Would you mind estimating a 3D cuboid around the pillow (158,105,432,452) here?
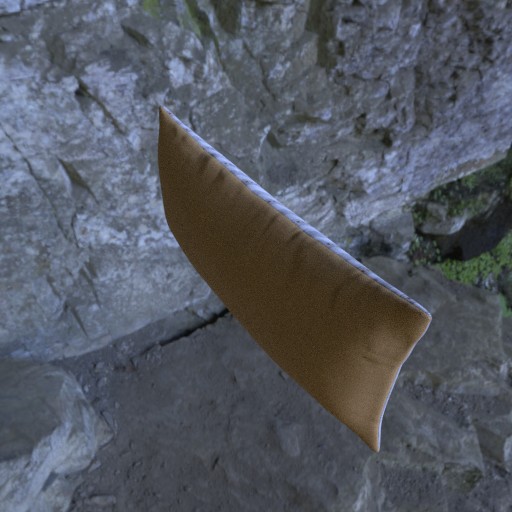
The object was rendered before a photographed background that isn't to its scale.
[{"bbox_3d":[0.000,0.000,0.709,0.151,0.291,0.608,-24,47,-25],"label":"pillow"}]
